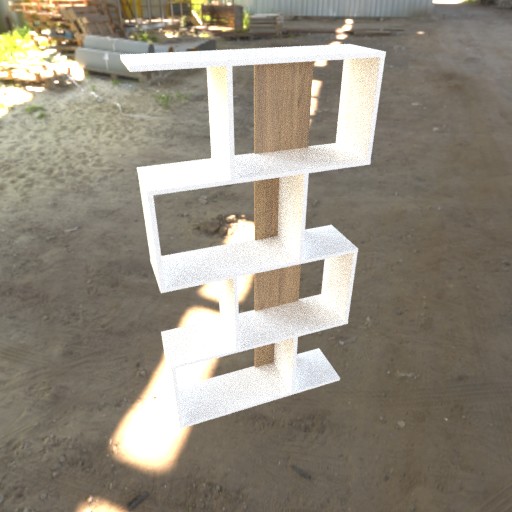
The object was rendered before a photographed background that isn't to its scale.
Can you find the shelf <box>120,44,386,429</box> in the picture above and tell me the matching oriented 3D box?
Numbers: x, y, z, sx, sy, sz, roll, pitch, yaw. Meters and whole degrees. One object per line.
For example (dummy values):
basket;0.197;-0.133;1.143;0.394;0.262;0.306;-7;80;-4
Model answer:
shelf;0.000;0.000;1.968;0.890;1.650;0.250;-11;33;-17
